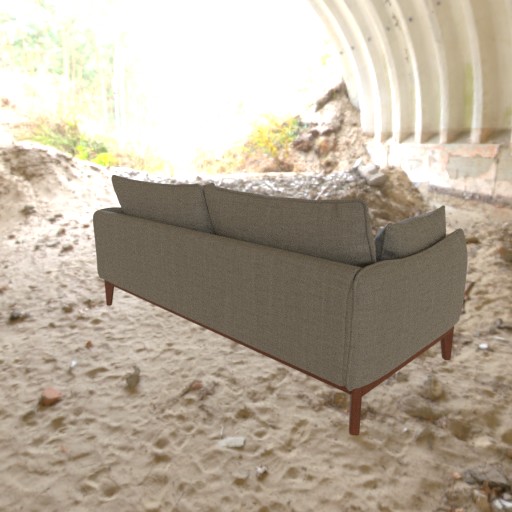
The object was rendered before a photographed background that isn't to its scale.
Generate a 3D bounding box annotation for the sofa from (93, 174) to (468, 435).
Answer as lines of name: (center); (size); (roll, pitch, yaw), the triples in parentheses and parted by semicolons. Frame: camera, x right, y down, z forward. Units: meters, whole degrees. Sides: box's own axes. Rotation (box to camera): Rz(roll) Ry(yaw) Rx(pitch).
sofa: (0.000, 0.000, 2.447); (0.972, 0.851, 1.989); (-14, 20, -43)
